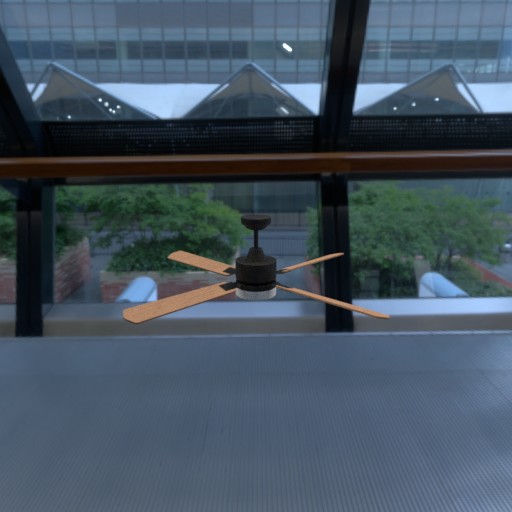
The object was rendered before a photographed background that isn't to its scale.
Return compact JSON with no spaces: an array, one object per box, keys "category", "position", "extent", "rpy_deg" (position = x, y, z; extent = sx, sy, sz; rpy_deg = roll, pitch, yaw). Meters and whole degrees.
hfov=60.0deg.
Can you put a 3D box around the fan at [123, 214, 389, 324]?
[{"category":"fan","position":[0.000,0.000,1.994],"extent":[1.320,0.355,1.320],"rpy_deg":[14,20,43]}]
